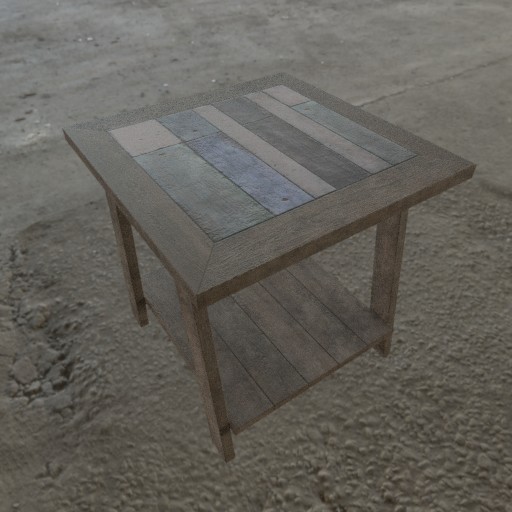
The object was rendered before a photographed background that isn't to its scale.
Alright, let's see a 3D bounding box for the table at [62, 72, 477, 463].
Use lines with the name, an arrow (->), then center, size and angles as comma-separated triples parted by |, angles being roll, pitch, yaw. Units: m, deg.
table -> 0.000, 0.000, 1.110 | 0.610, 0.610, 0.610 | -24, 47, -25
